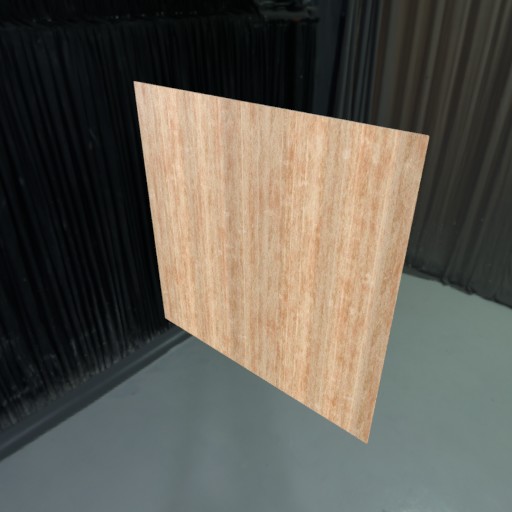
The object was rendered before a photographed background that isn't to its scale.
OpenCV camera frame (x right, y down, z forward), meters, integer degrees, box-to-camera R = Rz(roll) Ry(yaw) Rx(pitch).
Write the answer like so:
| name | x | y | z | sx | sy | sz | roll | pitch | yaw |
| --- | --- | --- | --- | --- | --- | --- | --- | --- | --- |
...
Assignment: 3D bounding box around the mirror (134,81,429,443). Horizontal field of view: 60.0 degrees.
| name | x | y | z | sx | sy | sz | roll | pitch | yaw |
| --- | --- | --- | --- | --- | --- | --- | --- | --- | --- |
| mirror | 0.000 | 0.000 | 0.961 | 0.651 | 0.651 | 0.047 | 23 | 38 | 33 |
